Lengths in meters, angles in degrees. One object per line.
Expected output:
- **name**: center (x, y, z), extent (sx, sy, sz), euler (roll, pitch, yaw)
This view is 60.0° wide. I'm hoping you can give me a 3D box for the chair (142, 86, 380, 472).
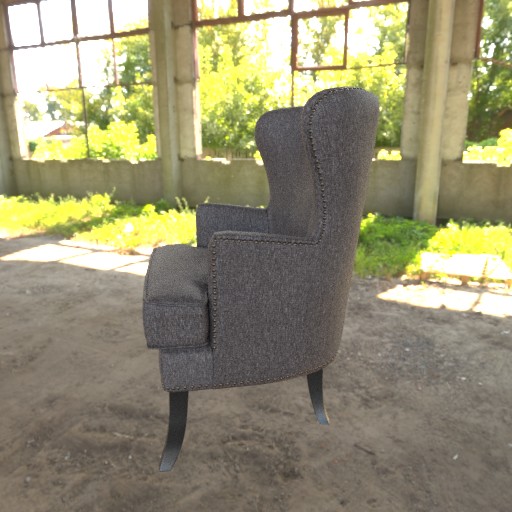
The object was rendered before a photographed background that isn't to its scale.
- **chair**: center (0.000, 0.000, 1.564), extent (0.758, 1.060, 0.759), euler (-2, 14, -10)
